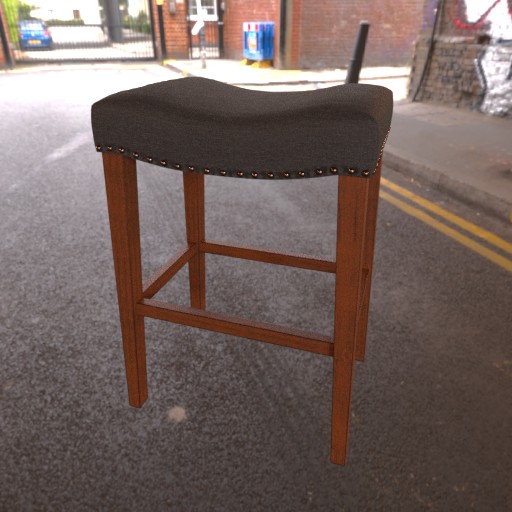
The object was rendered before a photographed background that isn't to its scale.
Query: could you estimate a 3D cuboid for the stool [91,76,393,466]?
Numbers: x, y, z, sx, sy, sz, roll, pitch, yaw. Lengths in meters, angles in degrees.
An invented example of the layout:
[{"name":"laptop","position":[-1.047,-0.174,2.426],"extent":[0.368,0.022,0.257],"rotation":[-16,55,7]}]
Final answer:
[{"name":"stool","position":[0.000,0.000,0.840],"extent":[0.439,0.612,0.320],"rotation":[9,29,17]}]
